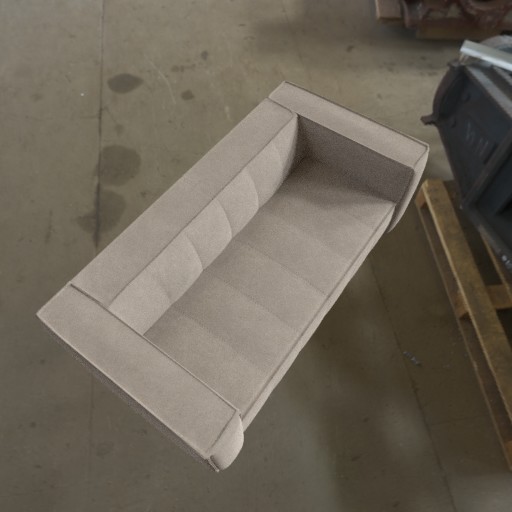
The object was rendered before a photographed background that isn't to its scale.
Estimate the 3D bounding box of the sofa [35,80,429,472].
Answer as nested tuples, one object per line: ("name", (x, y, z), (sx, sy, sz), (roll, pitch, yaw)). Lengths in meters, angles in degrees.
("sofa", (0.000, 0.000, 2.463), (1.038, 0.680, 1.995), (32, 64, 18))
